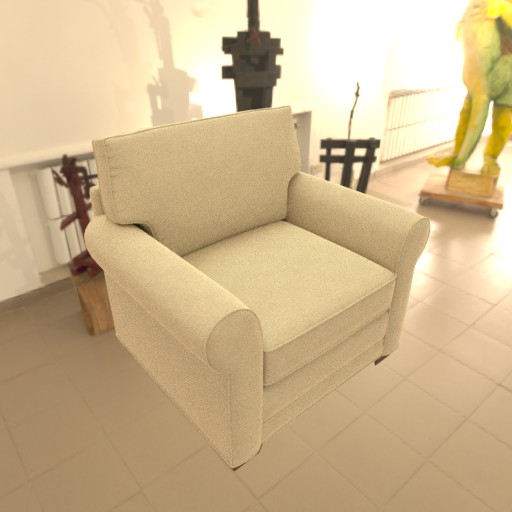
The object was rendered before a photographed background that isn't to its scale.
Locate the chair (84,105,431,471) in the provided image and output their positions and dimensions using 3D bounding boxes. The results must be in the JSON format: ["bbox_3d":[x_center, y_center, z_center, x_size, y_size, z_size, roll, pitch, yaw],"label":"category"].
[{"bbox_3d":[0.000,0.000,1.702,1.040,0.955,0.863,-23,37,-34],"label":"chair"}]
